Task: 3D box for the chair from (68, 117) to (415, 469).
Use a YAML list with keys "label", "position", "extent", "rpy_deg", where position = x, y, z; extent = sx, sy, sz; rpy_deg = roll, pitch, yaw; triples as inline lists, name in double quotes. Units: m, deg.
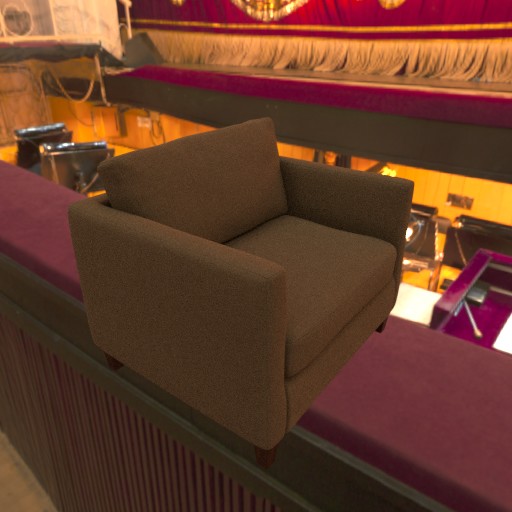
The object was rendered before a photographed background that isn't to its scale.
- label: "chair"
  position: [0.000, 0.000, 1.858]
  extent: [0.959, 0.963, 1.107]
  rpy_deg: [19, 32, 33]
